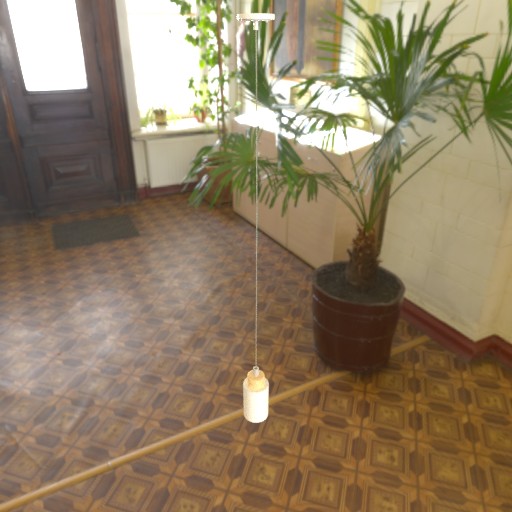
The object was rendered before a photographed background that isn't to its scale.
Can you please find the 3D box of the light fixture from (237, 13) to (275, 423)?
[{"bbox_3d":[0.000,0.000,1.875,0.125,1.798,0.125,7,27,15],"label":"light fixture"}]
